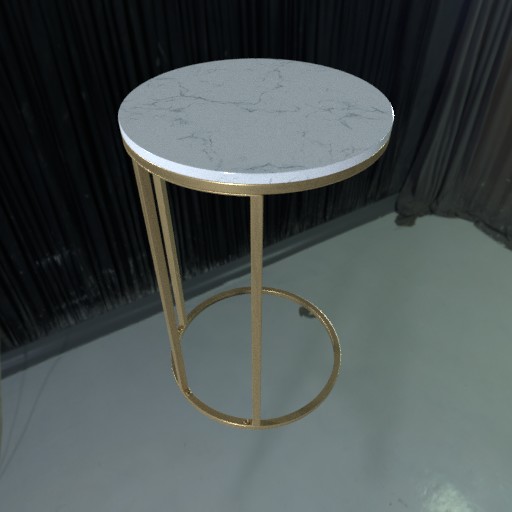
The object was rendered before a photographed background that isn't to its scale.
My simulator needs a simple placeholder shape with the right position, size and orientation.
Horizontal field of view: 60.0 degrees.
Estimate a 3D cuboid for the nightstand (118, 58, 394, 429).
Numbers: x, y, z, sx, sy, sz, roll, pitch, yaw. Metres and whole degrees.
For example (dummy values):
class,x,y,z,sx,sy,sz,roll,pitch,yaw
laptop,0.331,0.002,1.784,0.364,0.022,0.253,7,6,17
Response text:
class,x,y,z,sx,sy,sz,roll,pitch,yaw
nightstand,0.000,0.000,0.863,0.400,0.610,0.400,-25,47,-25
